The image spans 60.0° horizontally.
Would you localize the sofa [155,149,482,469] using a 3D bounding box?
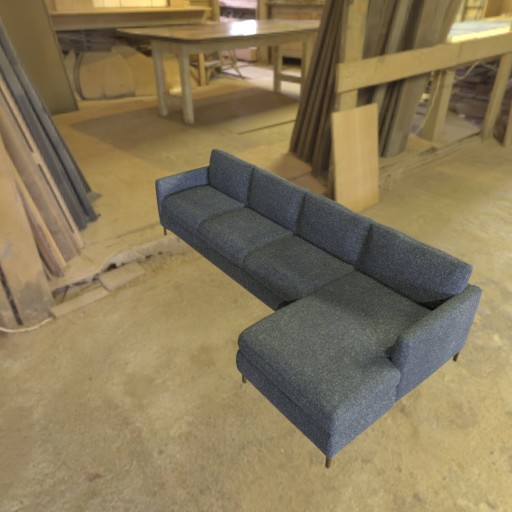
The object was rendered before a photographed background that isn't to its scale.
[{"bbox_3d":[0.000,0.000,3.452,1.350,0.810,2.932,-22,38,-32],"label":"sofa"}]
